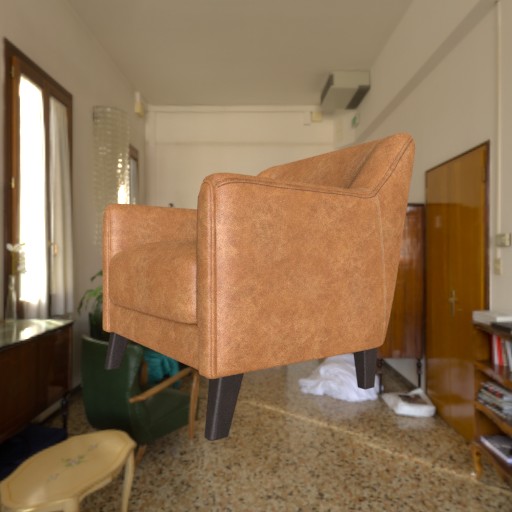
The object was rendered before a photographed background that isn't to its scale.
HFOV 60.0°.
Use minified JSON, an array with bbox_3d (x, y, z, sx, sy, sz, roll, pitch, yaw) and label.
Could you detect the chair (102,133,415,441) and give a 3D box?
[{"bbox_3d":[0.000,0.000,1.827,1.034,0.980,1.037,0,0,-35],"label":"chair"}]
